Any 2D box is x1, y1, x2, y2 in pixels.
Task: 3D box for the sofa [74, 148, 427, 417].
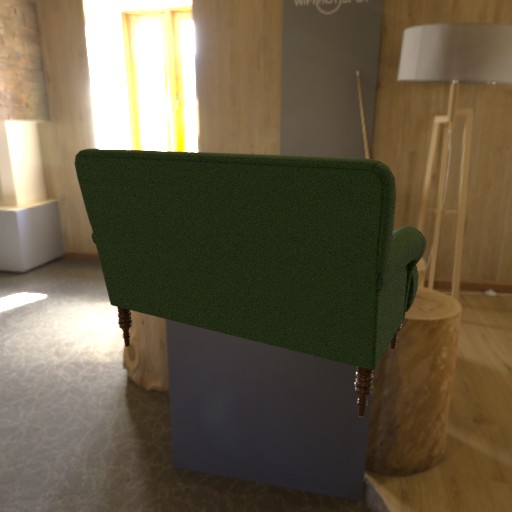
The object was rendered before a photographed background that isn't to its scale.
[{"bbox_3d":[0.000,0.000,1.862,1.297,0.889,0.779,9,19,26],"label":"sofa"}]
